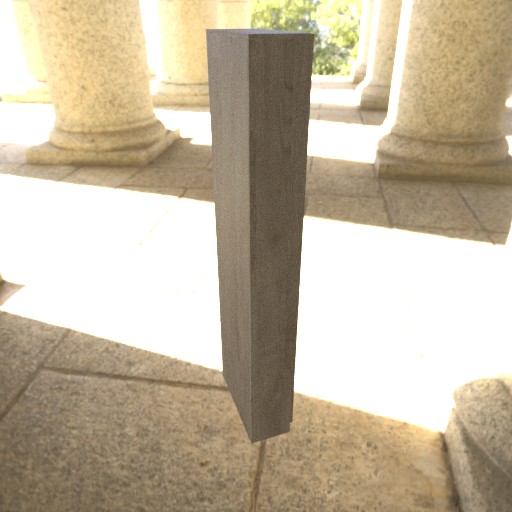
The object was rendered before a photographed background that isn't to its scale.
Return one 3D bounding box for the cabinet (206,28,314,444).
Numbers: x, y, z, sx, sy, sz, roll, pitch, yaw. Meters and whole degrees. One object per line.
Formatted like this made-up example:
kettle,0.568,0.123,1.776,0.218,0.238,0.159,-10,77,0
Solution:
cabinet,0.000,0.000,1.976,0.230,1.790,0.500,-10,30,-18
